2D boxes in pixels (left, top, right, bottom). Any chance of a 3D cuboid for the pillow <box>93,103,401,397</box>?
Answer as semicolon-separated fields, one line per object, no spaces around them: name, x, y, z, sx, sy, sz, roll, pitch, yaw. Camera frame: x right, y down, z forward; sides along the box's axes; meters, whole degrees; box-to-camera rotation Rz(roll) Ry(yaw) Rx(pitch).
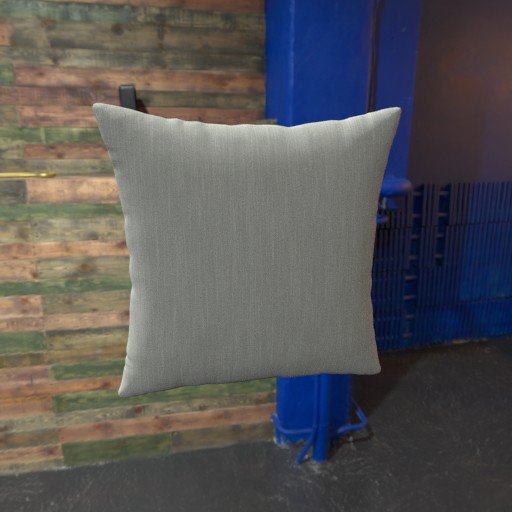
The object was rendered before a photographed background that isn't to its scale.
pillow;0.000;0.000;0.788;0.511;0.509;0.161;-3;15;-10
